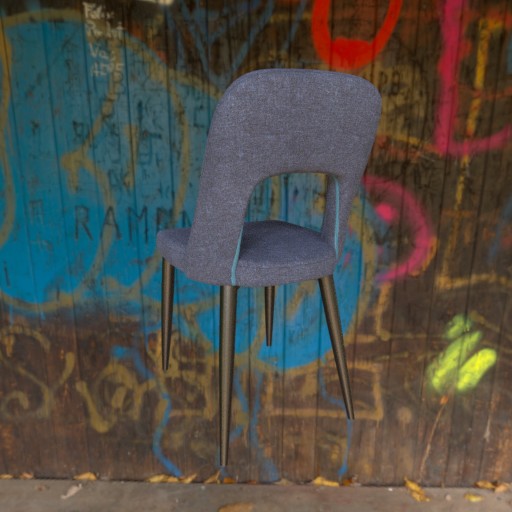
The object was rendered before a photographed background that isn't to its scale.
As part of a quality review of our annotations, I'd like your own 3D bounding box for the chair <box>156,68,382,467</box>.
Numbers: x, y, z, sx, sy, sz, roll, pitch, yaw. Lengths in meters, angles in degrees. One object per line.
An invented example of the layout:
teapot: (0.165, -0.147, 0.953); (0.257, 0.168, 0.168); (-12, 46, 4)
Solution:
chair: (0.000, 0.000, 1.280); (0.470, 0.931, 0.612); (-7, 16, -26)
